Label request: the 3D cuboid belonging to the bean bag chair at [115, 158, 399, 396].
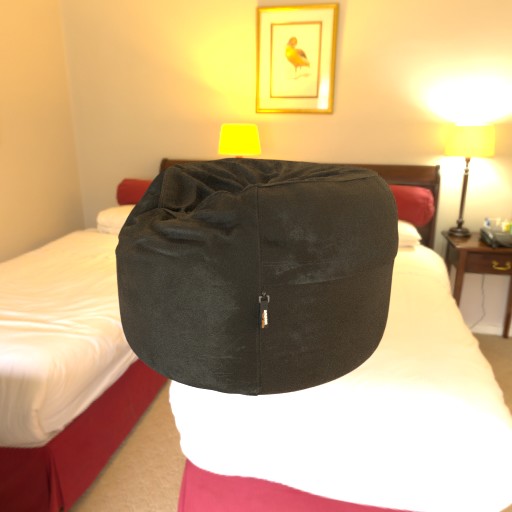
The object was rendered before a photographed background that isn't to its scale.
[{"bbox_3d":[0.000,0.000,1.508,0.918,0.605,0.918,0,16,0],"label":"bean bag chair"}]
